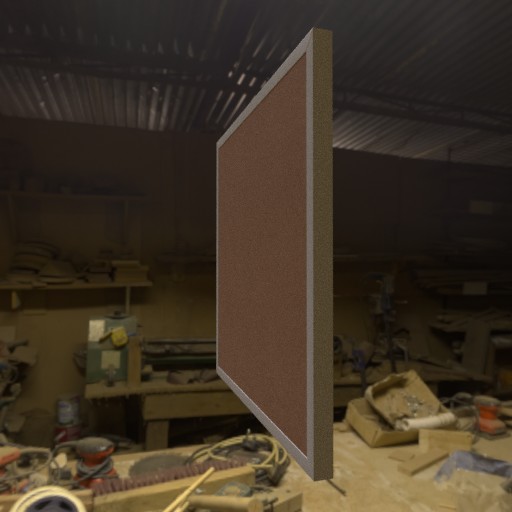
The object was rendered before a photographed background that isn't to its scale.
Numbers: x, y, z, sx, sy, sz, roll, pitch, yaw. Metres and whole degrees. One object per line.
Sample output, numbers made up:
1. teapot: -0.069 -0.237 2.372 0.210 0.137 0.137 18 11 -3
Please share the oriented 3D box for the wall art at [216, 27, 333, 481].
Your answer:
1. wall art: 0.000 0.000 1.109 0.036 0.760 0.760 0 -1 -17
